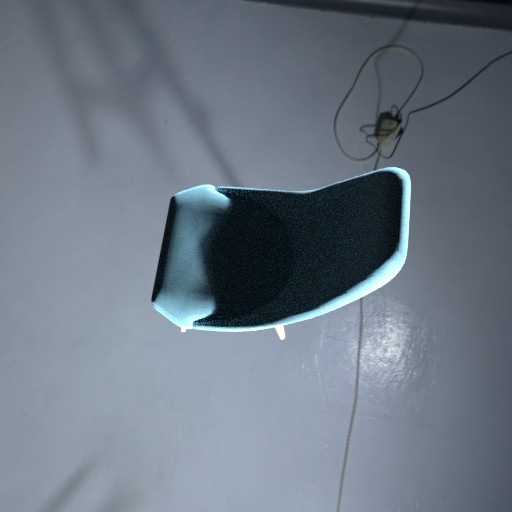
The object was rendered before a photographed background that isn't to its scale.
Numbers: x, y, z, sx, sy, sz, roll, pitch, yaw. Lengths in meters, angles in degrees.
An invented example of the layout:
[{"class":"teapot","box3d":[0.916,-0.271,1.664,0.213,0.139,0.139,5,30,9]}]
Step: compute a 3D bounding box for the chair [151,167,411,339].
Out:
[{"class":"chair","box3d":[0.000,0.000,1.449,0.660,1.040,0.510,7,76,2]}]
